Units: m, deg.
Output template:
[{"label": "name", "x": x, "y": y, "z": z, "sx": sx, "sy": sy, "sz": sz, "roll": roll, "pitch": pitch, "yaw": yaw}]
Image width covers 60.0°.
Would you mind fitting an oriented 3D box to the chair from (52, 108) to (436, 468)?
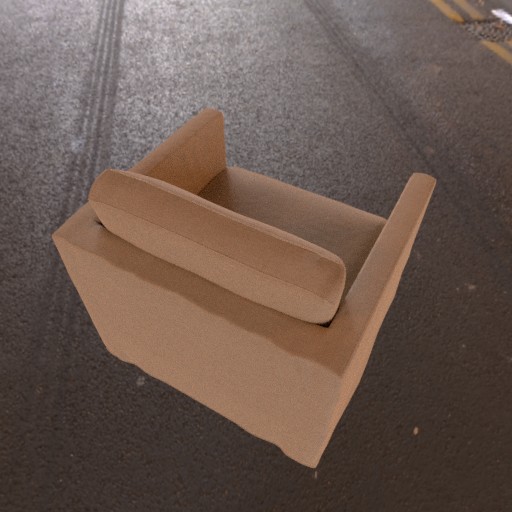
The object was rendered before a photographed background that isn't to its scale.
[{"label": "chair", "x": 0.000, "y": 0.000, "z": 1.729, "sx": 1.057, "sy": 0.867, "sz": 0.949, "roll": 23, "pitch": 52, "yaw": 19}]
